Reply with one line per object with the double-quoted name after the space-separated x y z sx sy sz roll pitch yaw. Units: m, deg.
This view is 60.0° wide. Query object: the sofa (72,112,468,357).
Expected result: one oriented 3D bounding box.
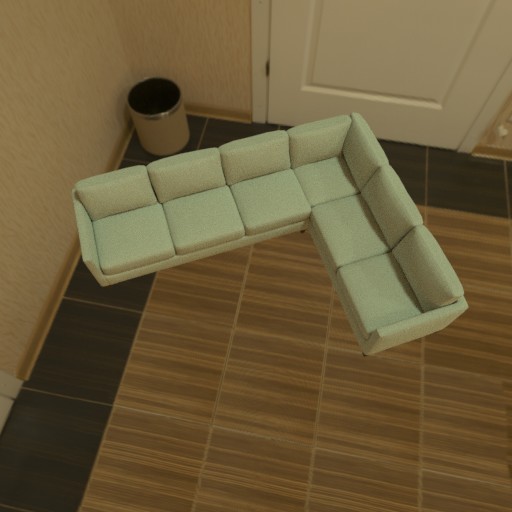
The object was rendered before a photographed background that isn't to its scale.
0.000 0.000 4.562 3.333 0.934 2.522 -16 64 -8 "sofa"
